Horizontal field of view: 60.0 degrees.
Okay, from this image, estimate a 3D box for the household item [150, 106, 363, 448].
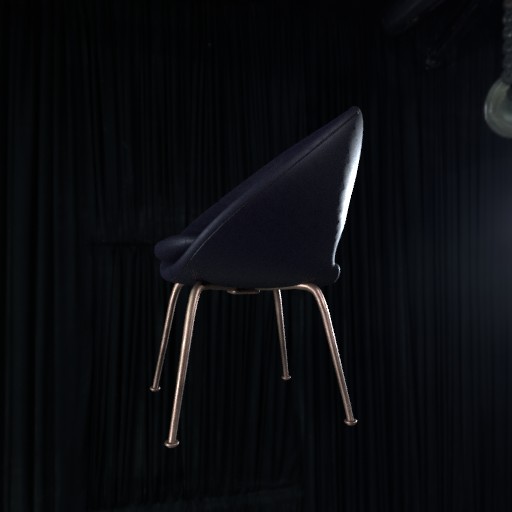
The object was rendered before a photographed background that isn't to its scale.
[{"bbox_3d":[0.000,0.000,1.289,0.573,0.852,0.623,0,-1,-17],"label":"household item"}]
